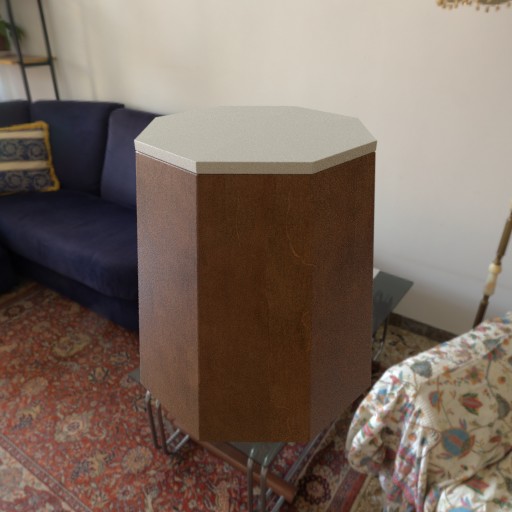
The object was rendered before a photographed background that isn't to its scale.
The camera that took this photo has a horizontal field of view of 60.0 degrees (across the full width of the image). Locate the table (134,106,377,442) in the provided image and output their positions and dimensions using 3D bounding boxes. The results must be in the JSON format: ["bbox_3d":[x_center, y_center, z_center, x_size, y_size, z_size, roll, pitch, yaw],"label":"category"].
[{"bbox_3d":[0.000,0.000,0.800,0.439,0.457,0.439,-1,30,-1],"label":"table"}]
